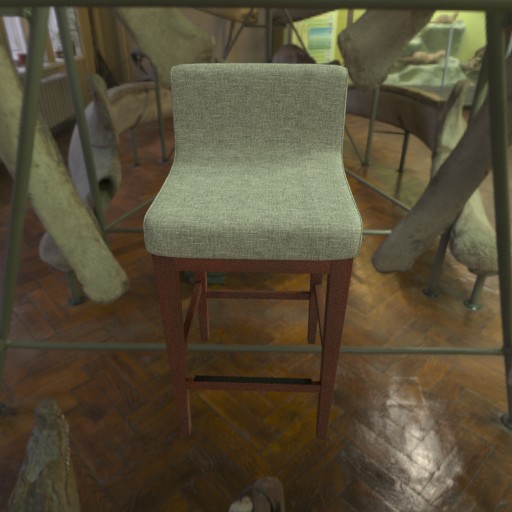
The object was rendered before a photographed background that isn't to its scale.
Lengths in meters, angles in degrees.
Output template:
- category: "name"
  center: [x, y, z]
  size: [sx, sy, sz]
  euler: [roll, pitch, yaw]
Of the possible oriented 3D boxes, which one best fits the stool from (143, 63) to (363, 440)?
- category: "stool"
  center: [0.000, 0.000, 1.096]
  size: [0.417, 0.835, 0.459]
  euler: [1, 30, 2]
